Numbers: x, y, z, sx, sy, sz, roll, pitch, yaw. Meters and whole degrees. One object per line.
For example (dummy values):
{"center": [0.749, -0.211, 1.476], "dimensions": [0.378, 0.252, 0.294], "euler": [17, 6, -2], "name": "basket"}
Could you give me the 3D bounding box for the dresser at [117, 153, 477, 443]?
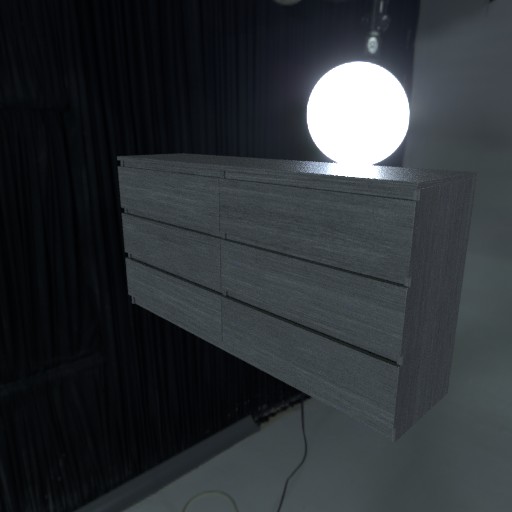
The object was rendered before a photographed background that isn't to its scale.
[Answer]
{"center": [0.000, 0.000, 1.919], "dimensions": [0.400, 0.795, 1.590], "euler": [-15, 22, -42], "name": "dresser"}
